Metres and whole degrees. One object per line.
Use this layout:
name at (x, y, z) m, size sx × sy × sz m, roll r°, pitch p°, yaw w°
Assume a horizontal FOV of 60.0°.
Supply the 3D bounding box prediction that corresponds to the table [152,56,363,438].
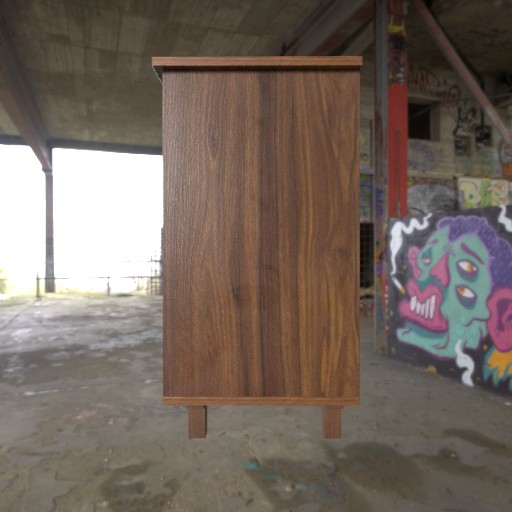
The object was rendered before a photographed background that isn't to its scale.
table at (0.000, 0.000, 1.203) m, size 0.390 × 0.725 × 0.802 m, roll 0°, pitch 0°, yaw 0°
